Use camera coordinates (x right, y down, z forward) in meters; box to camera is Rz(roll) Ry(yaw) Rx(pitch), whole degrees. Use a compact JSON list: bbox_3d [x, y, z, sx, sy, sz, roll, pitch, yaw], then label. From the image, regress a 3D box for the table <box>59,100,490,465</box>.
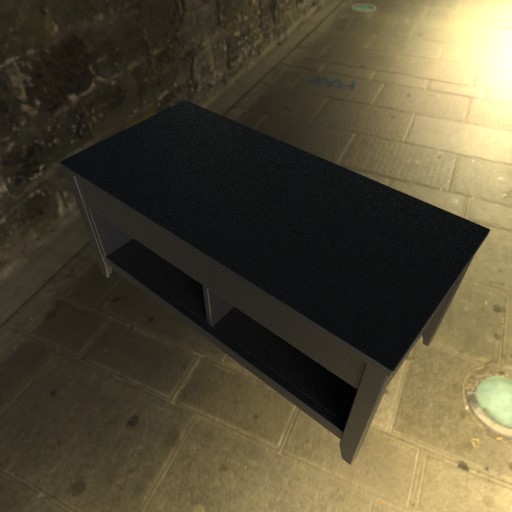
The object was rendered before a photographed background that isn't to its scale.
[{"bbox_3d":[0.000,0.000,1.288,1.016,0.457,0.483,31,53,27],"label":"table"}]
